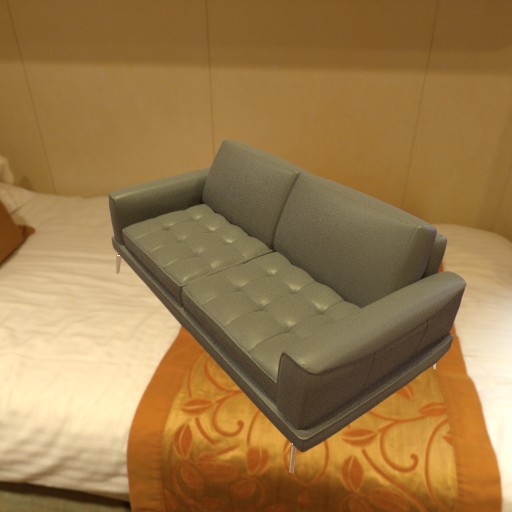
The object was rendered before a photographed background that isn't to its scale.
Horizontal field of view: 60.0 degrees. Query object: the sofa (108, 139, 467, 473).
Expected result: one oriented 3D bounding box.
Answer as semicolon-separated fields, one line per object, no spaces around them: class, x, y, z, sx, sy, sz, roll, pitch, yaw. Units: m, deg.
sofa;0.000;0.000;2.708;1.121;0.930;2.177;-21;37;-30
